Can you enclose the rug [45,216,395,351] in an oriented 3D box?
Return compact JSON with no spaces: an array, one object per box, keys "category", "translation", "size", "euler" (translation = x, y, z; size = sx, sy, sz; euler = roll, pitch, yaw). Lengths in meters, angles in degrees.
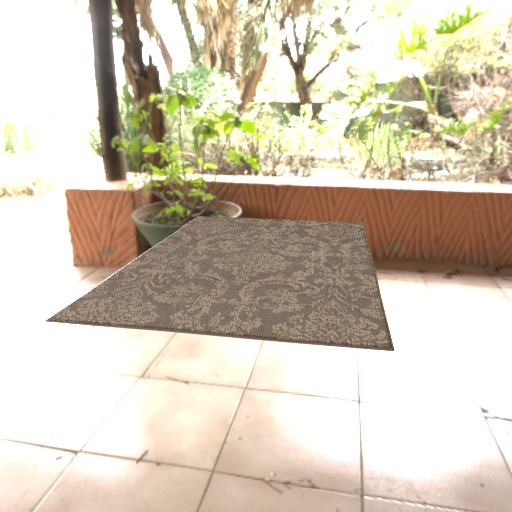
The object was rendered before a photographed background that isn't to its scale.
[{"category":"rug","translation":[0.000,0.000,2.337],"size":[1.206,0.012,1.824],"euler":[3,17,10]}]
